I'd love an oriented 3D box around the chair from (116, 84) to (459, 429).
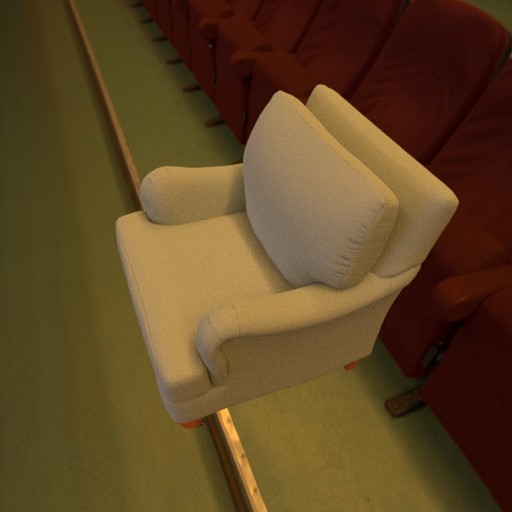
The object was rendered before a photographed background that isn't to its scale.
[{"bbox_3d":[0.000,0.000,1.879,1.070,1.038,0.955,-17,48,-16],"label":"chair"}]
